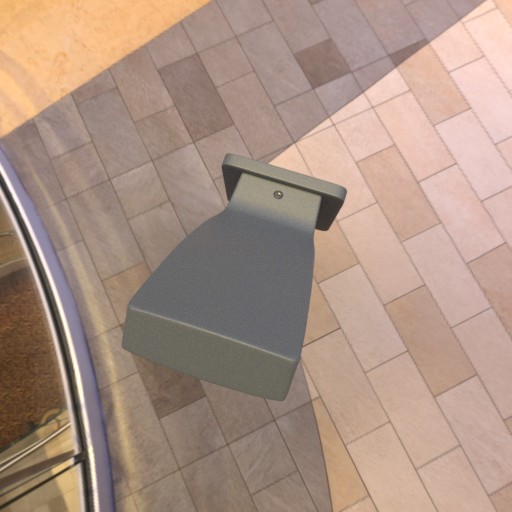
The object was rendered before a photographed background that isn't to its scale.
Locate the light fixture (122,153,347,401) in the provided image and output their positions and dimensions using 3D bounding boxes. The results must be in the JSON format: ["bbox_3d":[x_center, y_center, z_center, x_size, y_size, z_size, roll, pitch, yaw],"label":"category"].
[{"bbox_3d":[0.000,0.000,0.328,0.108,0.243,0.174,17,78,4],"label":"light fixture"}]
